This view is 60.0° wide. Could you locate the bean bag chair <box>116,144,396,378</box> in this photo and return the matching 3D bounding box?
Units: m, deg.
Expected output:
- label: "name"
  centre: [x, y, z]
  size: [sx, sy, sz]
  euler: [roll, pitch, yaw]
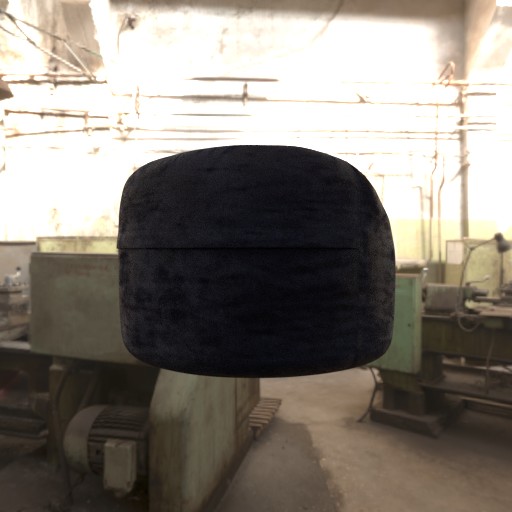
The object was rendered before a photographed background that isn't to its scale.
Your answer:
- label: "bean bag chair"
  centre: [0.000, 0.000, 1.522]
  size: [0.918, 0.616, 0.918]
  euler: [0, 0, 0]
